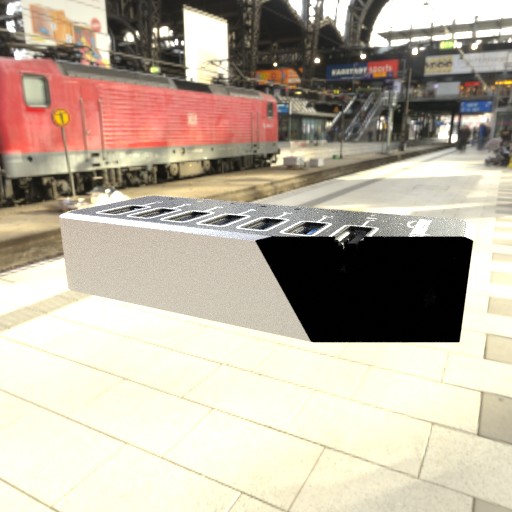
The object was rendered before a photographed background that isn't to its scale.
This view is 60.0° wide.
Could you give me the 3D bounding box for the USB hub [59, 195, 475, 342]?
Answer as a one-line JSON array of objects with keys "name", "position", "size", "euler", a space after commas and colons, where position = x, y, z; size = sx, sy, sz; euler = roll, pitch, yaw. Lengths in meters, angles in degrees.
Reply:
[{"name": "USB hub", "position": [0.000, 0.000, 0.126], "size": [0.110, 0.023, 0.044], "euler": [8, 18, 25]}]
